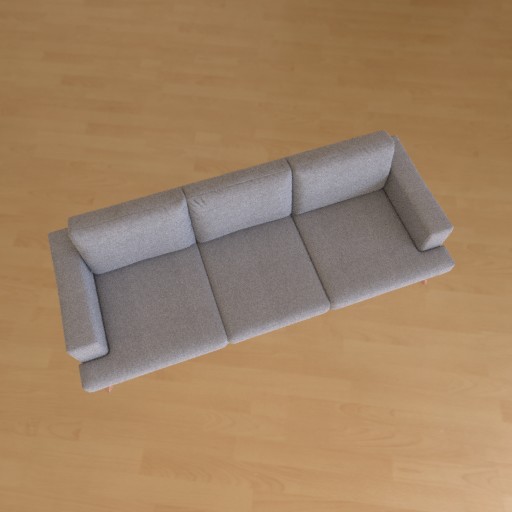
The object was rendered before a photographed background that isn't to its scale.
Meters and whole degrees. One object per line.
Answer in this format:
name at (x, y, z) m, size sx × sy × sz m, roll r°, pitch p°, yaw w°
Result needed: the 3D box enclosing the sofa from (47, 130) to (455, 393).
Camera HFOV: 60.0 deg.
sofa at (0.000, 0.000, 2.740) m, size 2.310 × 0.810 × 0.920 m, roll -17°, pitch 65°, yaw -8°
